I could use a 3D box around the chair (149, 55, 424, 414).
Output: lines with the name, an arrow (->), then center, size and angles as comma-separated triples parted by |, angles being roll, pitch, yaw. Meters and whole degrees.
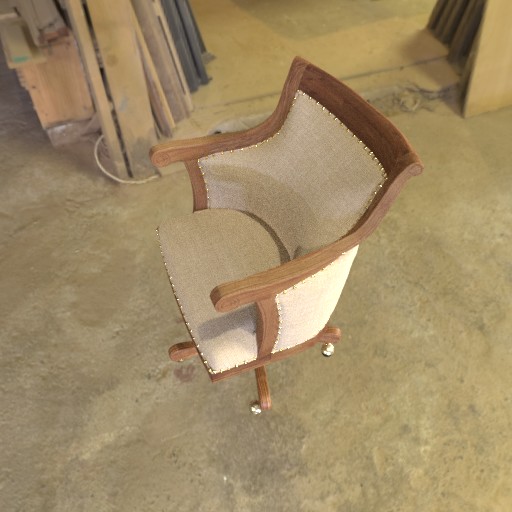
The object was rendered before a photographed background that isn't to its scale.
chair -> 0.000, 0.000, 1.429 | 0.689, 0.965, 0.656 | -17, 49, -15
